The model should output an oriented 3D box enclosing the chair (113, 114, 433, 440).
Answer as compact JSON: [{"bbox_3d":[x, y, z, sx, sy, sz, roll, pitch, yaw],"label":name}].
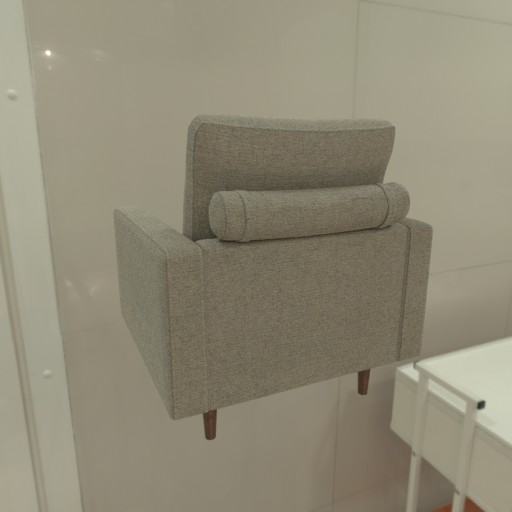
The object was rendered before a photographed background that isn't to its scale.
[{"bbox_3d":[0.000,0.000,1.508,0.821,0.880,0.843,-7,16,-24],"label":"chair"}]
